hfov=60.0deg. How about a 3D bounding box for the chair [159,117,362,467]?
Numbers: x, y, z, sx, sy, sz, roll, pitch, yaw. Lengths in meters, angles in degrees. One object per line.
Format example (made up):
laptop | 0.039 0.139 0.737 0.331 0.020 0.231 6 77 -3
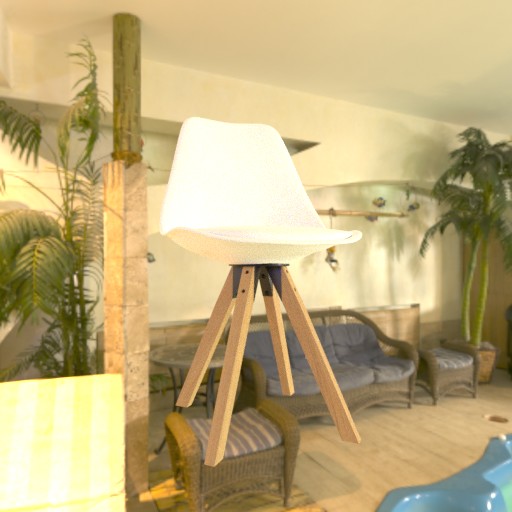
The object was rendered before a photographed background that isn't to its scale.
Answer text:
chair | 0.000 0.000 1.158 0.485 0.849 0.550 0 0 -19
